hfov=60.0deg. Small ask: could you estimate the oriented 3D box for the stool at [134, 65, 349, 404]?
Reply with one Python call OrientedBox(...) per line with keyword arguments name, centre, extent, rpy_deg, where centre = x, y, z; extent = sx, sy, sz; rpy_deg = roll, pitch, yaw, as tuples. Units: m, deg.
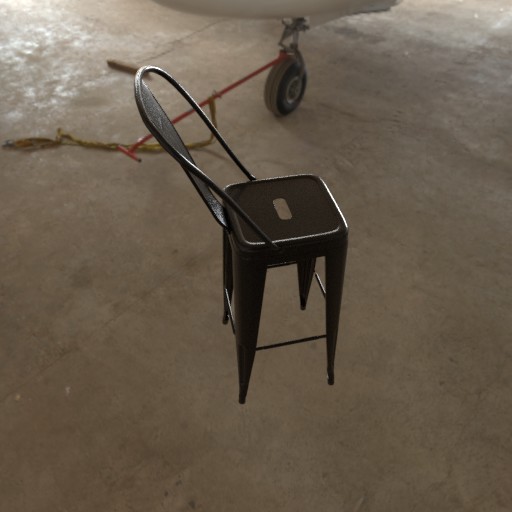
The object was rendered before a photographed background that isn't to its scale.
OrientedBox(name="stool", centre=(0.000, 0.000, 1.334), extent=(0.513, 1.096, 0.399), rpy_deg=(-9, 46, -9))
